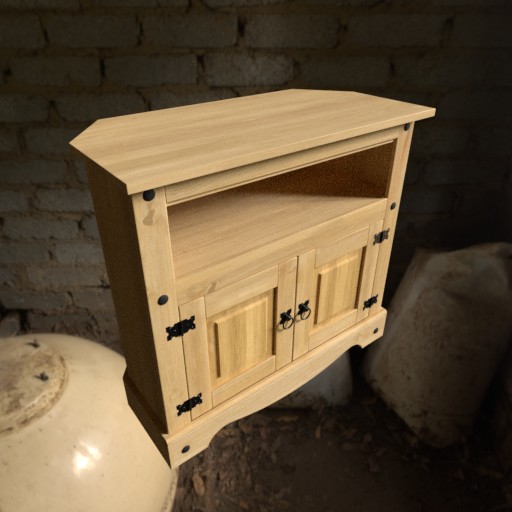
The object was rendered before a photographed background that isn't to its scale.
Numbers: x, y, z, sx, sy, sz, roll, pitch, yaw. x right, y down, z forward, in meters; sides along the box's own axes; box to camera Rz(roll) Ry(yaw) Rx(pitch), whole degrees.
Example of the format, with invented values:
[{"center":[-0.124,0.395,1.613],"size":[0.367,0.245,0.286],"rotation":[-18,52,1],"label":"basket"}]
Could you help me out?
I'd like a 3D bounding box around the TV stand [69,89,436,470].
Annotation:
[{"center":[0.000,0.000,1.272],"size":[0.851,0.781,0.425],"rotation":[-22,37,-32],"label":"TV stand"}]
